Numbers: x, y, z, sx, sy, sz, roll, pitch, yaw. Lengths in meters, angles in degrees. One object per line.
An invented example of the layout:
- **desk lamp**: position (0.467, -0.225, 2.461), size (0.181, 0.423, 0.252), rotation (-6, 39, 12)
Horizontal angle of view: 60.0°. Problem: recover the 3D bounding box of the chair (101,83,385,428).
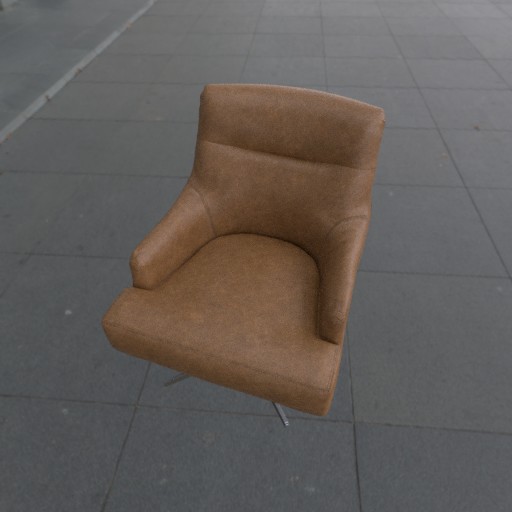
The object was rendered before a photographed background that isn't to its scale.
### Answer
- **chair**: position (0.000, 0.000, 1.525), size (0.729, 0.869, 0.874), rotation (14, 43, 15)
